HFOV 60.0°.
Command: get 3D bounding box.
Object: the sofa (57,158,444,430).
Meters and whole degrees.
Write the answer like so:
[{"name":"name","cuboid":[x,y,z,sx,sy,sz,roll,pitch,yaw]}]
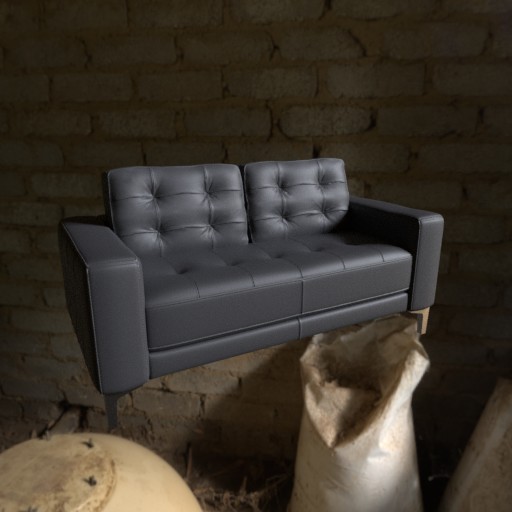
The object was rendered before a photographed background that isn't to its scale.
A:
[{"name":"sofa","cuboid":[0.000,0.000,2.191,1.726,0.893,0.833,-9,19,-27]}]
